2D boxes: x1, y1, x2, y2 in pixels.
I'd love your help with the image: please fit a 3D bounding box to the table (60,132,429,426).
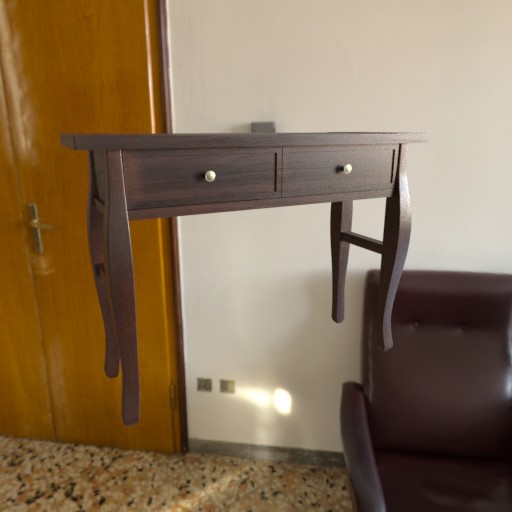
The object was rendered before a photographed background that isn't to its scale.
[{"bbox_3d":[0.000,0.000,1.439,1.062,0.768,0.373,-8,18,-26],"label":"table"}]
